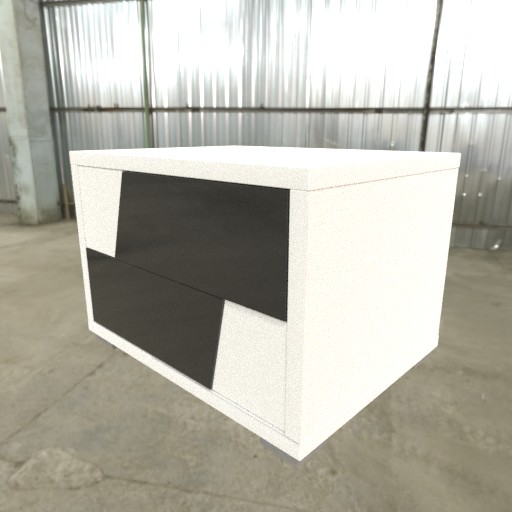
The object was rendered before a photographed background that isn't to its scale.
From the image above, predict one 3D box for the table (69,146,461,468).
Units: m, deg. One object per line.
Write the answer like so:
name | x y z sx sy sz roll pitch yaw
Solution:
table | 0.000 0.000 0.782 0.517 0.357 0.399 15 21 42
